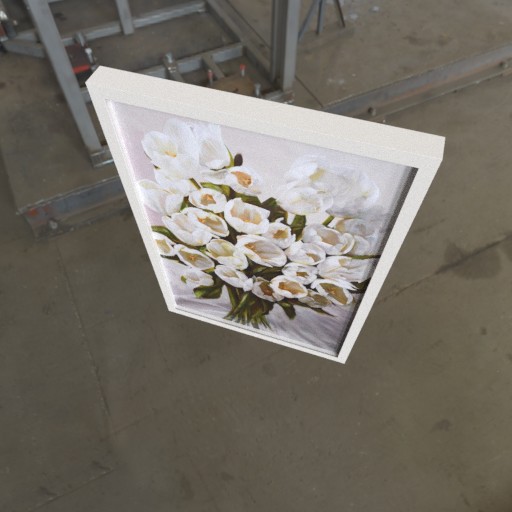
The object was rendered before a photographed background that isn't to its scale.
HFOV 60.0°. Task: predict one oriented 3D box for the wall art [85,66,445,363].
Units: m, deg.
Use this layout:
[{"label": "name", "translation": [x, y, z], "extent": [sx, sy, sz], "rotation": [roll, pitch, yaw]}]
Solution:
[{"label": "wall art", "translation": [0.000, 0.000, 0.817], "extent": [0.450, 0.657, 0.038], "rotation": [15, 58, 10]}]
